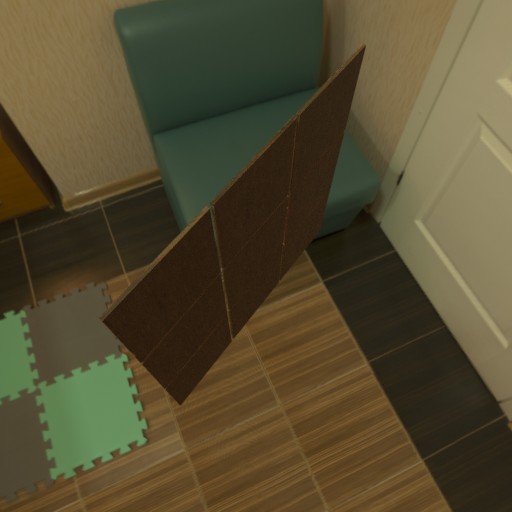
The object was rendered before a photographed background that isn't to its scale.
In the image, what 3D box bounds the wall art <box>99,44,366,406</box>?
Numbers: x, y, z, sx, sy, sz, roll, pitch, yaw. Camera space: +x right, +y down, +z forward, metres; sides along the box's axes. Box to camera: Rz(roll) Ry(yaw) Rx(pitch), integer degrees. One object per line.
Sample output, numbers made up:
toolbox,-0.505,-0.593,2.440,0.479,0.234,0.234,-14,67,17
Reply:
wall art,0.000,0.000,1.801,0.013,1.213,1.215,34,67,16
